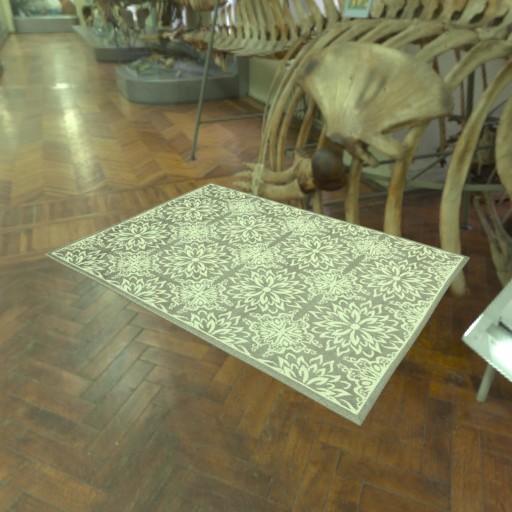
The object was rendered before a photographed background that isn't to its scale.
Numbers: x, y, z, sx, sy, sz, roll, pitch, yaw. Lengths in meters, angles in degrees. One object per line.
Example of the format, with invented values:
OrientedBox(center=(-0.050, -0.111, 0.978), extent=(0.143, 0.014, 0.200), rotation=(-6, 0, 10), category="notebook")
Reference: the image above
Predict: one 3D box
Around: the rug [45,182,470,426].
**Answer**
OrientedBox(center=(0.000, 0.000, 2.848), extent=(2.213, 0.014, 1.608), rotation=(21, 36, 31), category="rug")
